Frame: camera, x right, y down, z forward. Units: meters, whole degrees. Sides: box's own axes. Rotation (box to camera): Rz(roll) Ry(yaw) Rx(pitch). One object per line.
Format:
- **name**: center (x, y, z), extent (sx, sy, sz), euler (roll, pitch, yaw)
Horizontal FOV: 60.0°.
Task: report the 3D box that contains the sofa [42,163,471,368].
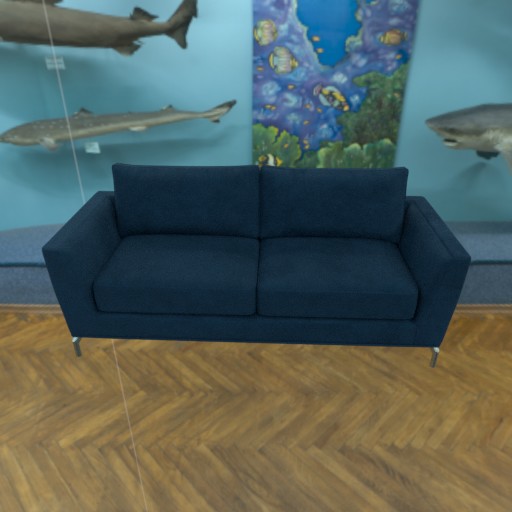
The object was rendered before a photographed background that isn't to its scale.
- **sofa**: center (0.000, 0.000, 2.736), extent (2.212, 0.998, 0.853), euler (1, 29, 2)
